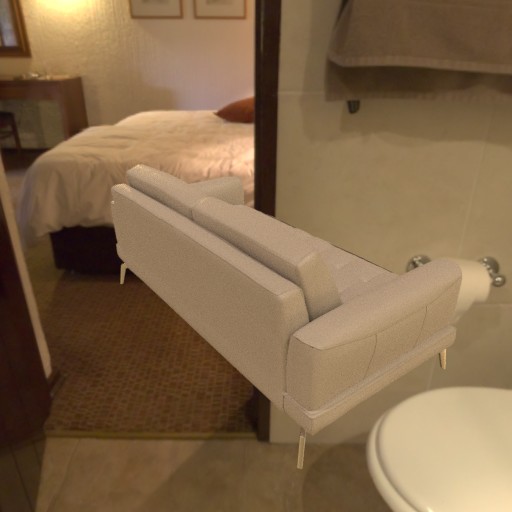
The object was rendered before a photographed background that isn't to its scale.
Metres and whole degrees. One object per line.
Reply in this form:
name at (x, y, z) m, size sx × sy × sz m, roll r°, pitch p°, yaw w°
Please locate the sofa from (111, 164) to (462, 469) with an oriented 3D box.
sofa at (0.000, 0.000, 2.763) m, size 1.121 × 0.930 × 2.177 m, roll -18°, pitch 31°, yaw -33°
